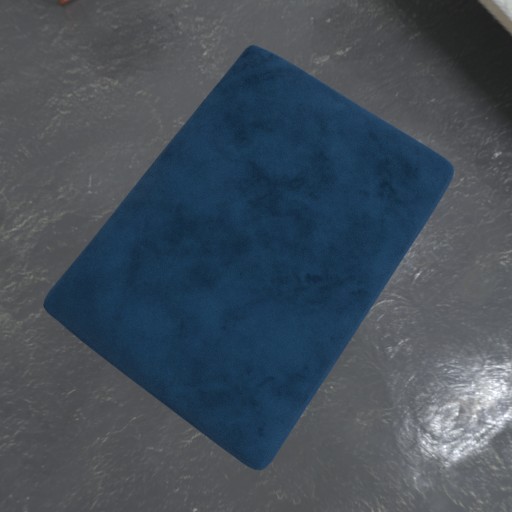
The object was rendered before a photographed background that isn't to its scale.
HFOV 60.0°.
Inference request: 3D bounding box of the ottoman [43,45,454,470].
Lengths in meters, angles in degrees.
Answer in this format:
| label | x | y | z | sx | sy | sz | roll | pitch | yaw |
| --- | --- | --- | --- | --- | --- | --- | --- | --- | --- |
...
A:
| label | x | y | z | sx | sy | sz | roll | pitch | yaw |
| --- | --- | --- | --- | --- | --- | --- | --- | --- | --- |
| ottoman | 0.000 | 0.000 | 1.122 | 0.572 | 0.503 | 0.773 | 35 | 80 | 7 |
